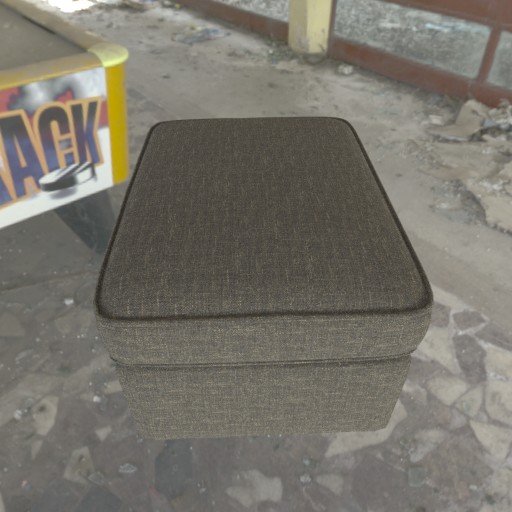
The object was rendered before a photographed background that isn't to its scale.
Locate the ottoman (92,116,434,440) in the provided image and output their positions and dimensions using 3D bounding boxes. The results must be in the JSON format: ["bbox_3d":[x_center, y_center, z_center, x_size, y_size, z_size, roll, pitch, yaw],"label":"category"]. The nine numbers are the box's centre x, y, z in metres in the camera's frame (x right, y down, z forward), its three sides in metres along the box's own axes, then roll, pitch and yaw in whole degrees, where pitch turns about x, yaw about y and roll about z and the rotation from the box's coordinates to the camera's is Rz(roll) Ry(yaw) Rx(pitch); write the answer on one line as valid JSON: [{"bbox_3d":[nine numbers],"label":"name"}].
[{"bbox_3d":[0.000,0.000,1.053,0.549,0.450,0.749,-2,40,-2],"label":"ottoman"}]
